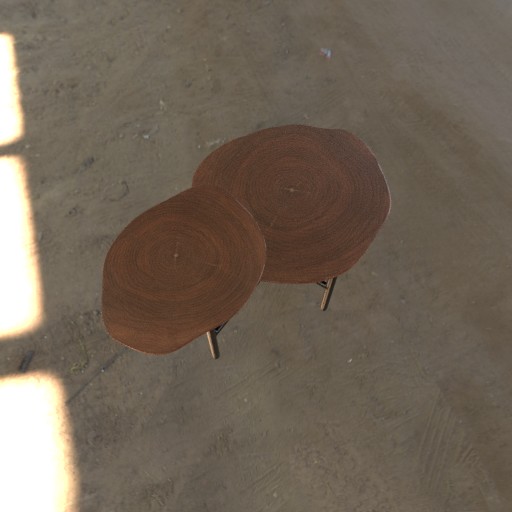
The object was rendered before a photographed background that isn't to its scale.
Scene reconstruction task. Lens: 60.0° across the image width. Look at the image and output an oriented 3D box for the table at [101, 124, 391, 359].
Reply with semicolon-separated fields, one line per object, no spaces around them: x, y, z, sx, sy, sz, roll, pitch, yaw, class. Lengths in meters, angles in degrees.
0.000;0.000;1.062;0.442;0.538;0.759;32;64;18;table
